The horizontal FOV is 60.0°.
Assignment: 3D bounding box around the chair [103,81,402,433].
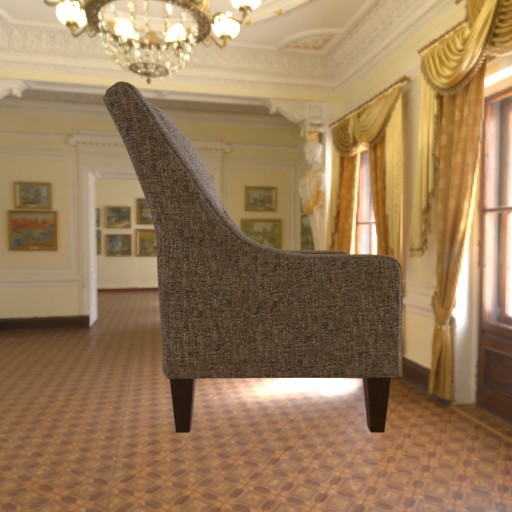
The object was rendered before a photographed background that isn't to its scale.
[{"bbox_3d":[0.000,0.000,1.631,0.870,1.014,0.774,0,2,0],"label":"chair"}]
